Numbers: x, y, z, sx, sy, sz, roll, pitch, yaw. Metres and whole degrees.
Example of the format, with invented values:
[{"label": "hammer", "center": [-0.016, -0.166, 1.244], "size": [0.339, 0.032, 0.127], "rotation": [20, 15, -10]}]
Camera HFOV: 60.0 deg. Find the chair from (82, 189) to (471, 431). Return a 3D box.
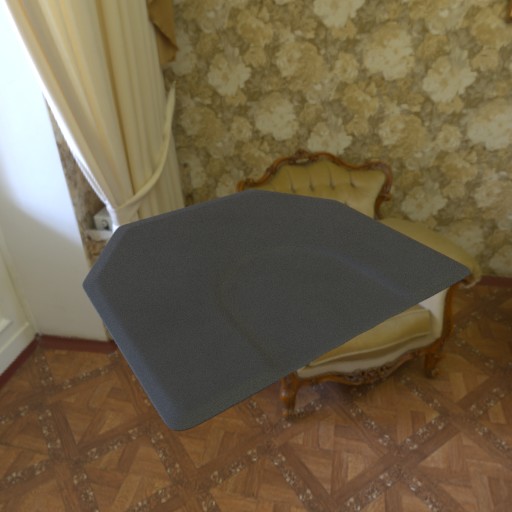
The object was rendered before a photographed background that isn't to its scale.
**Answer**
[{"label": "chair", "center": [0.000, 0.000, 1.920], "size": [1.372, 0.024, 1.219], "rotation": [-20, 38, -29]}]
